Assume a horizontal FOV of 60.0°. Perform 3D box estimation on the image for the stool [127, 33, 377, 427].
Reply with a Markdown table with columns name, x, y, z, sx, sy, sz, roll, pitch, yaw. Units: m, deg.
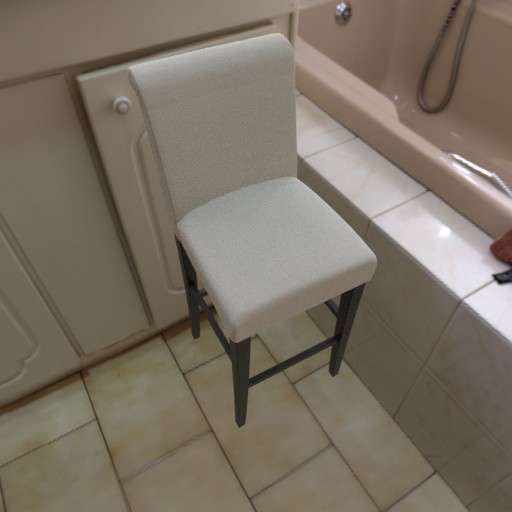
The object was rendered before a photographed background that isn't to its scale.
| name | x | y | z | sx | sy | sz | roll | pitch | yaw |
| --- | --- | --- | --- | --- | --- | --- | --- | --- | --- |
| stool | 0.000 | 0.000 | 1.434 | 0.452 | 1.124 | 0.597 | -22 | 52 | -19 |
